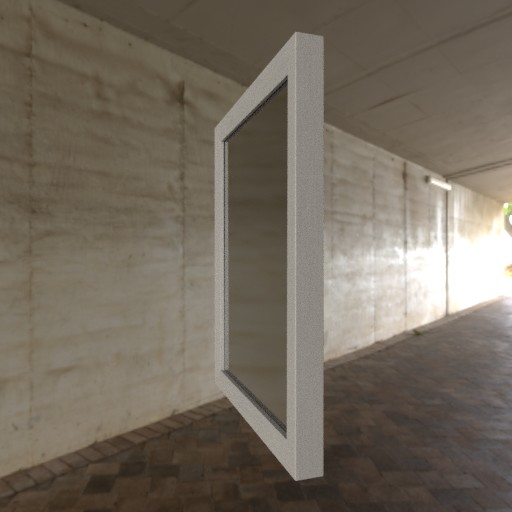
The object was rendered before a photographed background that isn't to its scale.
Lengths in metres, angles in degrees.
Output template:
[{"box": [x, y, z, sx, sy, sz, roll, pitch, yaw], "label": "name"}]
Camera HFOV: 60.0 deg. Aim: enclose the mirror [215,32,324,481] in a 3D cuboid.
[{"box": [0.000, 0.000, 0.699, 0.041, 0.508, 0.405, 0, 0, -18], "label": "mirror"}]
